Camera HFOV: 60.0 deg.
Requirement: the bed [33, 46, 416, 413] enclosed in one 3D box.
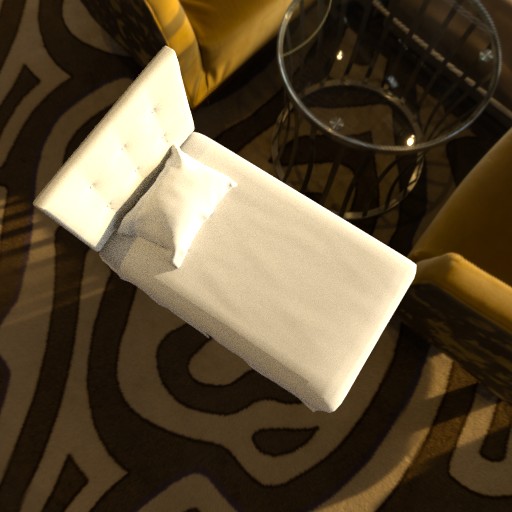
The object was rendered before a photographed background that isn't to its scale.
[{"bbox_3d":[0.000,0.000,2.960,1.997,1.571,1.261,33,78,8],"label":"bed"}]
